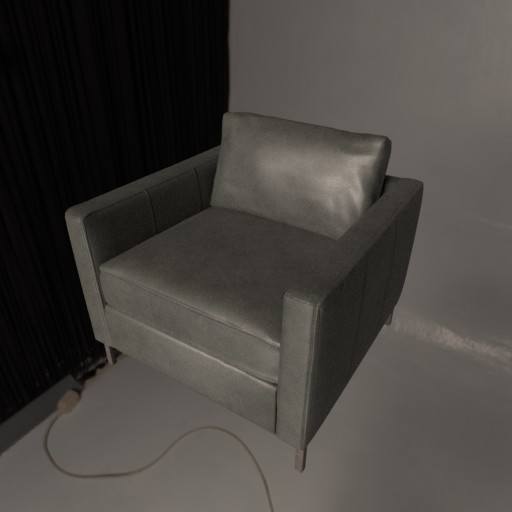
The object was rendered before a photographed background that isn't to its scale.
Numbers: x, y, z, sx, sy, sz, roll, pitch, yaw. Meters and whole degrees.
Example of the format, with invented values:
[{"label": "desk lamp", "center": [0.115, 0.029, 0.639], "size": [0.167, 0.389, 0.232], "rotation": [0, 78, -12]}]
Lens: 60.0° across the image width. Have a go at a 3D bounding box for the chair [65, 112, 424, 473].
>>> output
[{"label": "chair", "center": [0.000, 0.000, 1.511], "size": [0.967, 0.824, 0.861], "rotation": [18, 36, 28]}]
